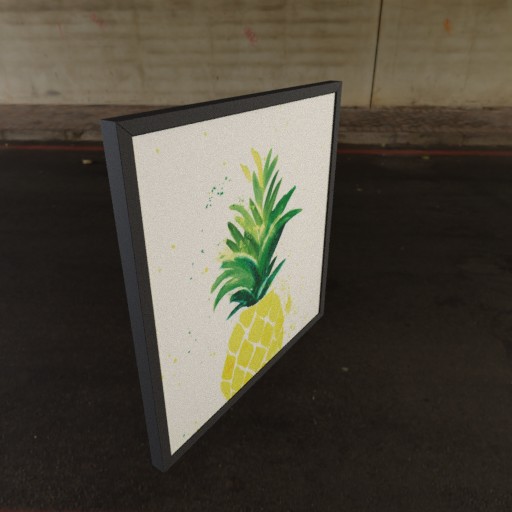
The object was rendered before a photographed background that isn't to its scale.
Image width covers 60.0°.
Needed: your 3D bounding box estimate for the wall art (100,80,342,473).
[{"bbox_3d":[0.000,0.000,1.105,0.037,0.760,0.762,18,32,31],"label":"wall art"}]
